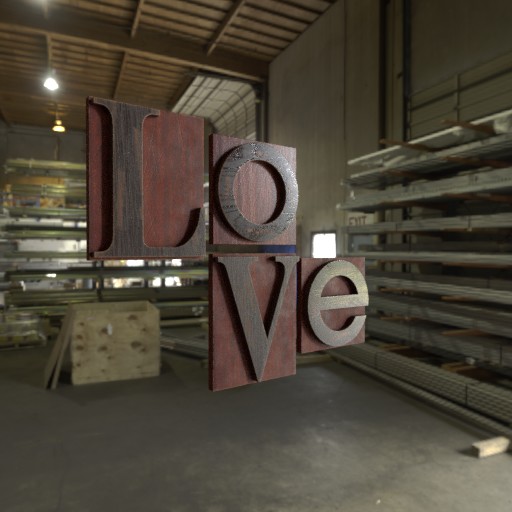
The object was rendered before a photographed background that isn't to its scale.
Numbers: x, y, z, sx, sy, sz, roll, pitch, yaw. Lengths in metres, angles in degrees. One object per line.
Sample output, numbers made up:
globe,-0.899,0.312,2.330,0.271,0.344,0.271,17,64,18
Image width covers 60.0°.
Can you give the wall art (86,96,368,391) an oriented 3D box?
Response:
wall art,0.000,0.000,0.870,0.635,0.497,0.030,-1,1,-36
